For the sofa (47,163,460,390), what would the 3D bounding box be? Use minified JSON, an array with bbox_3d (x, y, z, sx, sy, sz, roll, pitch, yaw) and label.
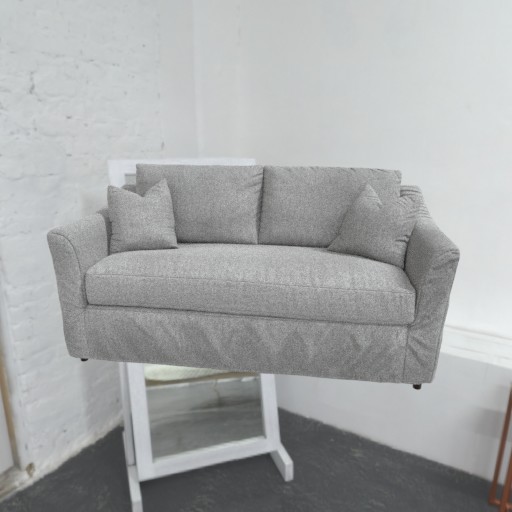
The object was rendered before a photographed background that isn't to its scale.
[{"bbox_3d":[0.000,0.000,2.624,2.010,1.018,1.072,2,16,9],"label":"sofa"}]
